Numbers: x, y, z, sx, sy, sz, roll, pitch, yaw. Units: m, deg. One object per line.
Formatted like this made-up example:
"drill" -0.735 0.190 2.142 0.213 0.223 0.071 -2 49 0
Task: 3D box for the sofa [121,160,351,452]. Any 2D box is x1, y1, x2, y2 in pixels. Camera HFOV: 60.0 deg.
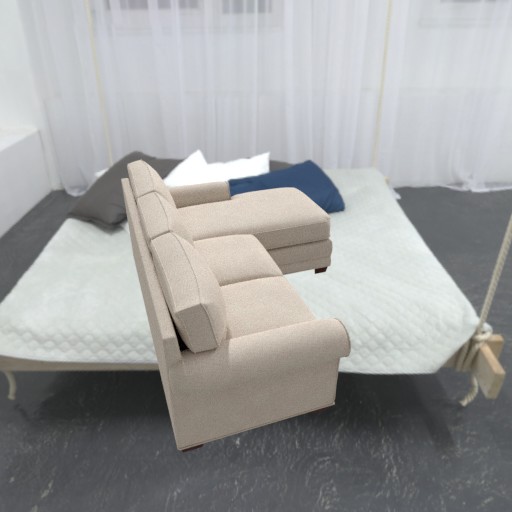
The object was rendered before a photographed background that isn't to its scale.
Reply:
"sofa" 0.000 0.000 2.418 1.226 0.734 1.770 -10 32 -17
